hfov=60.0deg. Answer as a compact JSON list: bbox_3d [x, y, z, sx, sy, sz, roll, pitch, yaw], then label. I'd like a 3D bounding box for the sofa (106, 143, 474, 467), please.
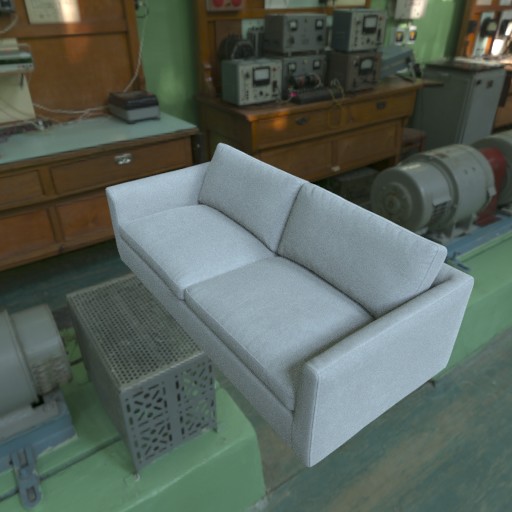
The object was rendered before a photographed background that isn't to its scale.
[{"bbox_3d":[0.000,0.000,2.814,1.090,0.838,2.588,-21,37,-30],"label":"sofa"}]
